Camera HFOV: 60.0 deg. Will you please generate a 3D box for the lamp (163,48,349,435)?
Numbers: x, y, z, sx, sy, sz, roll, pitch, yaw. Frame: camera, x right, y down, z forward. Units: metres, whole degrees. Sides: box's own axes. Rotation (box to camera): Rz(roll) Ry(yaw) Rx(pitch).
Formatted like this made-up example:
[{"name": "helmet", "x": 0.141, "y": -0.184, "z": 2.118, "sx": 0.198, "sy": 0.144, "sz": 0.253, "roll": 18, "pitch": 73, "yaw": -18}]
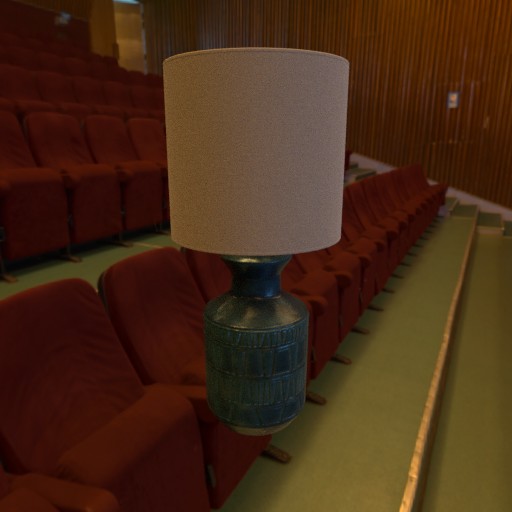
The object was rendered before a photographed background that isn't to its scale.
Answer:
[{"name": "lamp", "x": 0.000, "y": 0.000, "z": 0.570, "sx": 0.211, "sy": 0.455, "sz": 0.211, "roll": 7, "pitch": 16, "yaw": 26}]
